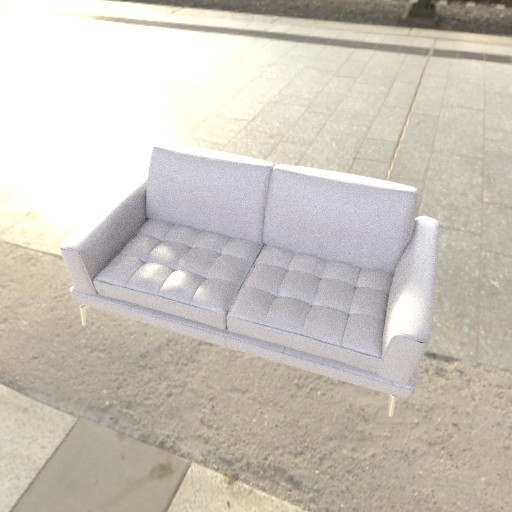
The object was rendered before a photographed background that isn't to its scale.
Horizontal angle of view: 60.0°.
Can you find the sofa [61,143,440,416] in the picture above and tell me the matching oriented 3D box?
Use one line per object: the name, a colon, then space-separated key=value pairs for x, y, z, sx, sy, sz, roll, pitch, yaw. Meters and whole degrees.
sofa: x=0.000 y=0.000 z=2.811 sx=2.177 sy=0.930 sz=1.121 roll=13 pitch=43 yaw=15
